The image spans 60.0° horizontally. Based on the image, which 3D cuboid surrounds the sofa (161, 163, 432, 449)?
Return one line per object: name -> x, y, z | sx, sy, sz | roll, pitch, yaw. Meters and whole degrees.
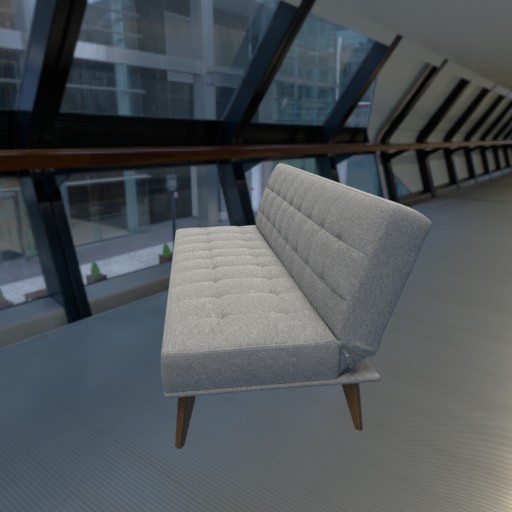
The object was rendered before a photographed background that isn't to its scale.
sofa -> 0.000, 0.000, 2.249 | 0.860, 0.810, 1.800 | -2, 16, -8
